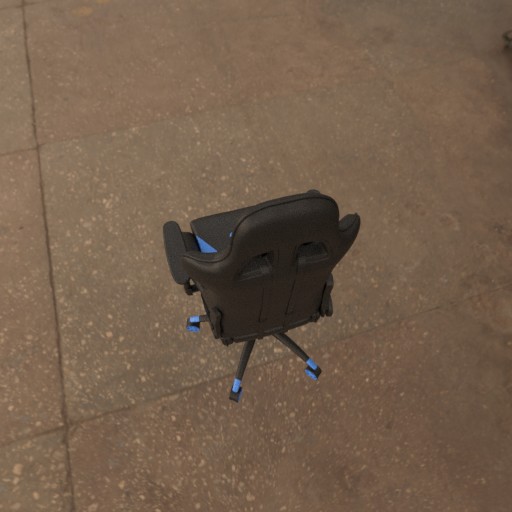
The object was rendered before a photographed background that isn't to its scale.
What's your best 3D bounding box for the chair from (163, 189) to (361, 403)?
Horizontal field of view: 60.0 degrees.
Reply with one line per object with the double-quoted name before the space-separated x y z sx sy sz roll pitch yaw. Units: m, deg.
"chair" 0.000 0.000 1.748 0.695 1.282 0.730 -14 58 -9
